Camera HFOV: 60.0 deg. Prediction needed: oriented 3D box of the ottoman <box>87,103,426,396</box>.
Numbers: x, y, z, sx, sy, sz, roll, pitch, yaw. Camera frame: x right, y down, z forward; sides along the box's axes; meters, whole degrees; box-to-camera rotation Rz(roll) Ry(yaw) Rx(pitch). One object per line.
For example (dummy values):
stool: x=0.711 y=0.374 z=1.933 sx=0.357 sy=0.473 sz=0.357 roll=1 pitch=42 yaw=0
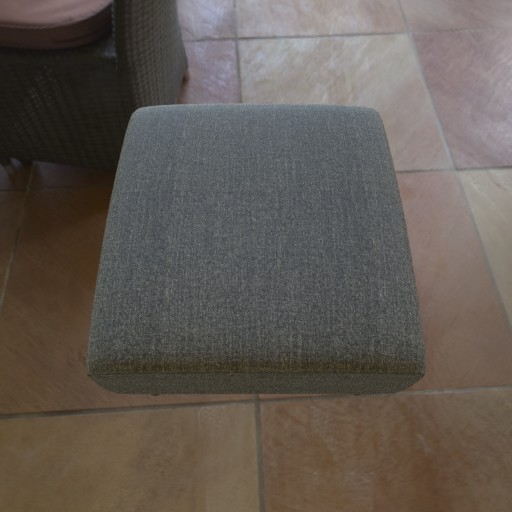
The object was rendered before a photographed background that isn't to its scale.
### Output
ottoman: x=0.000 y=0.000 z=1.075 sx=0.648 sy=0.399 sz=0.655 roll=0 pitch=62 yaw=0
